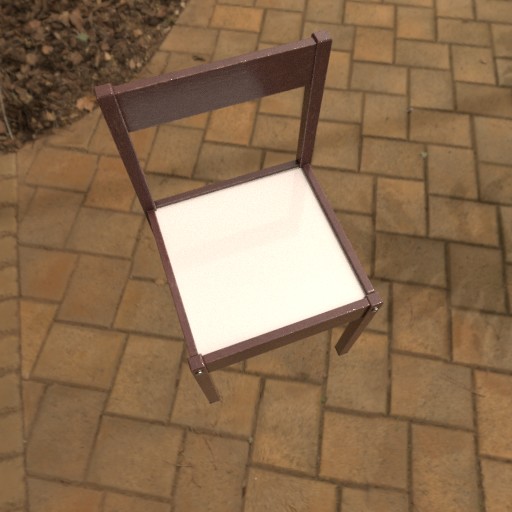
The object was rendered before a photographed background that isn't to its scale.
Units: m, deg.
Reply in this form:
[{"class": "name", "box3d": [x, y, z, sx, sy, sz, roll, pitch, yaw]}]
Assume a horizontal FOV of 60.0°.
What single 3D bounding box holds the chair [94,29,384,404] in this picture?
[{"class": "chair", "box3d": [0.000, 0.000, 0.680, 0.285, 0.505, 0.285, -18, 65, -9]}]
